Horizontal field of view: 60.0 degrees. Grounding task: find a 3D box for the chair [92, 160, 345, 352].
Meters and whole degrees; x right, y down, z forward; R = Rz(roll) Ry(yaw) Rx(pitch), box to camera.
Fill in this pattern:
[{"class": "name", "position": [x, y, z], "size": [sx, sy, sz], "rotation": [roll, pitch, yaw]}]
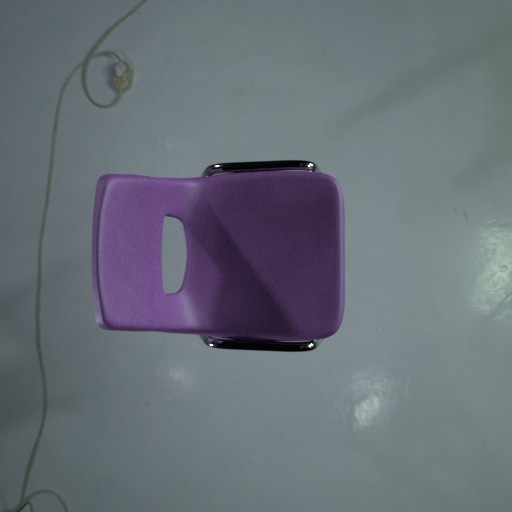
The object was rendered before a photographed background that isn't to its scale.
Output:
[{"class": "chair", "position": [0.000, 0.000, 0.918], "size": [0.432, 0.654, 0.381], "rotation": [0, 89, 1]}]
